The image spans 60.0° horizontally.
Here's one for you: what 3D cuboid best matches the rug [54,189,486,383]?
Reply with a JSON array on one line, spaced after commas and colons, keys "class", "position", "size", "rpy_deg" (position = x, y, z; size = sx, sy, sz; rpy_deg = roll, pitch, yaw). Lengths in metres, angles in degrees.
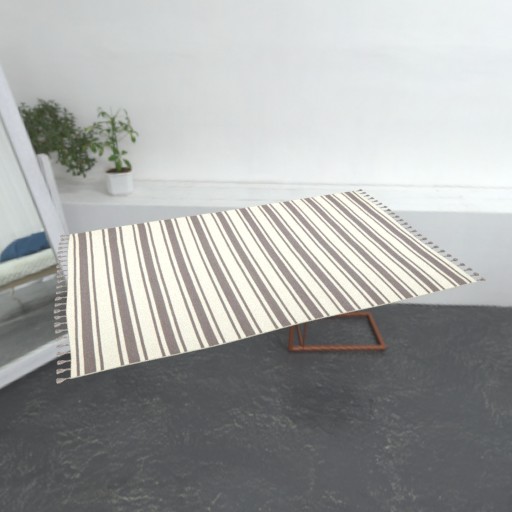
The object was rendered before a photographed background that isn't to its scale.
[{"class": "rug", "position": [0.000, 0.000, 2.473], "size": [2.096, 0.011, 1.229], "rpy_deg": [-11, 34, -16]}]
